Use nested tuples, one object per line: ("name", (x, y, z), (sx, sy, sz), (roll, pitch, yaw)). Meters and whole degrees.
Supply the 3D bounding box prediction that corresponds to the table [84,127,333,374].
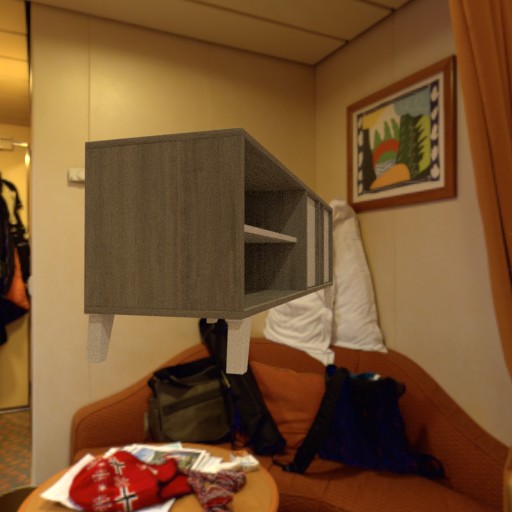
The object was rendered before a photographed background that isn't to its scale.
("table", (0.000, 0.000, 1.721), (0.400, 0.530, 1.500), (0, -1, 17))
